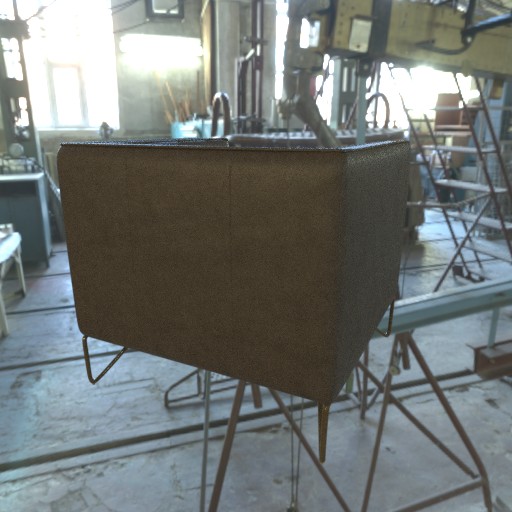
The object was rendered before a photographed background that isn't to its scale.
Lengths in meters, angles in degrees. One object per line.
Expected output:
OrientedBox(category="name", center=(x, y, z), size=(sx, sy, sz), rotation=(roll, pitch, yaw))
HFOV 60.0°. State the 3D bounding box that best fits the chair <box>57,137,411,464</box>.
OrientedBox(category="chair", center=(0.000, 0.000, 1.561), size=(0.880, 0.790, 0.894), rotation=(8, 18, 26))
